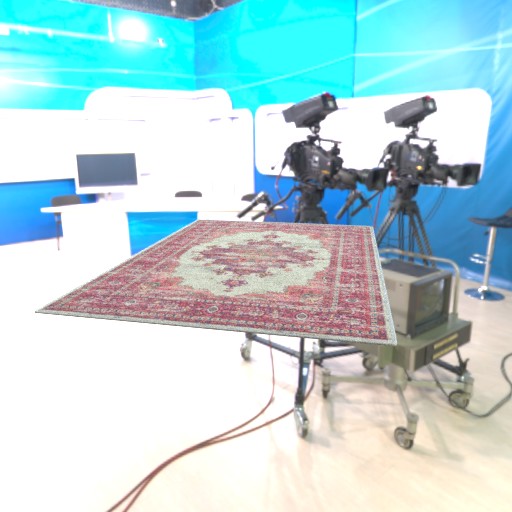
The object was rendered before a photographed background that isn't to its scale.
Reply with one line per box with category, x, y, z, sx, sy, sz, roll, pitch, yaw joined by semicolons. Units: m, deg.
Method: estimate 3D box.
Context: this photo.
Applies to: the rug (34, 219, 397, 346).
rug;0.000;0.000;2.862;1.555;0.011;2.232;3;16;11
